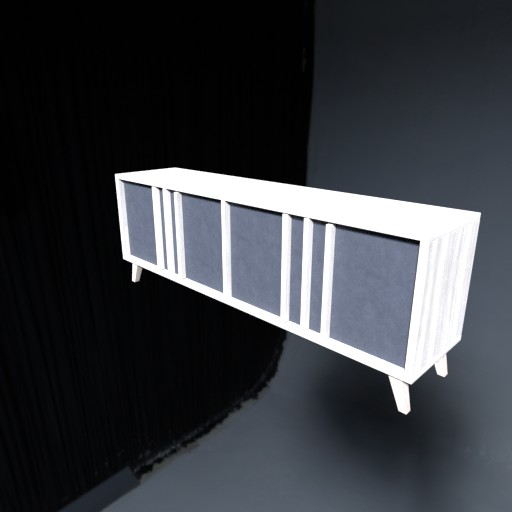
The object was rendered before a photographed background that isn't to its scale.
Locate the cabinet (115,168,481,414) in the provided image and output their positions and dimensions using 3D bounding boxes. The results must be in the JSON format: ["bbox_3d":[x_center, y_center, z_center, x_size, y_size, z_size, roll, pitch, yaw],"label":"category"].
[{"bbox_3d":[0.000,0.000,2.568,2.198,0.779,0.499,17,25,42],"label":"cabinet"}]
